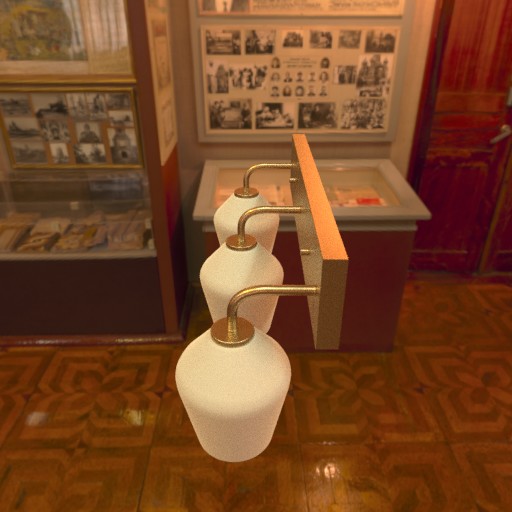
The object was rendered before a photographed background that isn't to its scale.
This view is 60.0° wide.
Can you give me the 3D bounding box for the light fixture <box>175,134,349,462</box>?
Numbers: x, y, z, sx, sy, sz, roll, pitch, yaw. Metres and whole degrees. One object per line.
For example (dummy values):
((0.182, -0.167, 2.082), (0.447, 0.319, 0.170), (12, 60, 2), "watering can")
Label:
((0.000, 0.000, 0.736), (0.190, 0.280, 0.609), (0, 28, 1), "light fixture")
